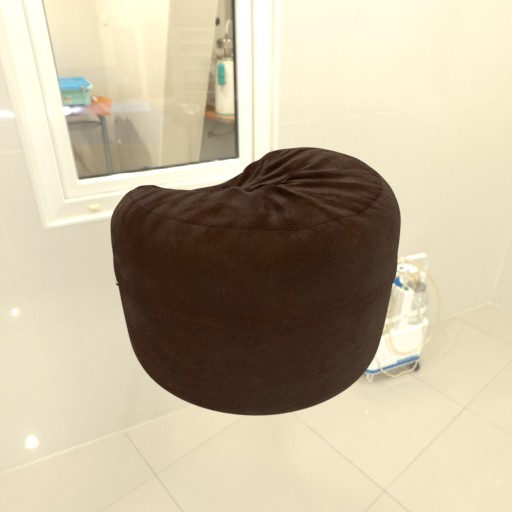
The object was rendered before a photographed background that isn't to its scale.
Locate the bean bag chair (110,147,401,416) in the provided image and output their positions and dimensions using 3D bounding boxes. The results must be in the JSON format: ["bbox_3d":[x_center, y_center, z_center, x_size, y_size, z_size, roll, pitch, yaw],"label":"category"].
[{"bbox_3d":[0.000,0.000,1.505,0.918,0.616,0.918,0,28,0],"label":"bean bag chair"}]
